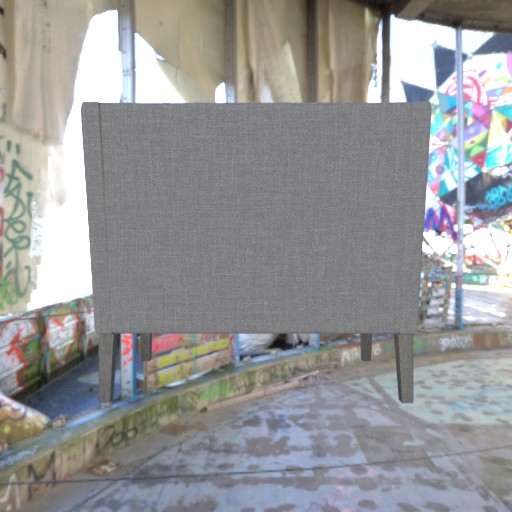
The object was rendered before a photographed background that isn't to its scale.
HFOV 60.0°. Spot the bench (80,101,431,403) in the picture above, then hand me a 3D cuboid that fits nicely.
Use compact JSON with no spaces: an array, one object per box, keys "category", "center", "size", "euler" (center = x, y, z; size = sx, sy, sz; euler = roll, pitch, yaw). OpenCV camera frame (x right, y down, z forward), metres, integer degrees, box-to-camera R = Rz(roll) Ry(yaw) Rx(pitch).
[{"category":"bench","center":[0.000,0.000,2.005],"size":[1.276,1.121,0.842],"euler":[0,1,0]}]
